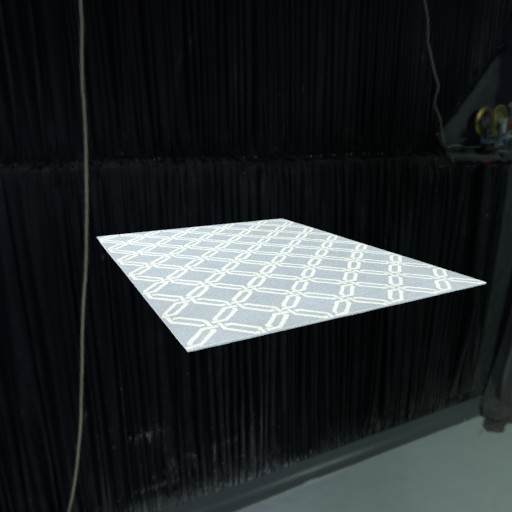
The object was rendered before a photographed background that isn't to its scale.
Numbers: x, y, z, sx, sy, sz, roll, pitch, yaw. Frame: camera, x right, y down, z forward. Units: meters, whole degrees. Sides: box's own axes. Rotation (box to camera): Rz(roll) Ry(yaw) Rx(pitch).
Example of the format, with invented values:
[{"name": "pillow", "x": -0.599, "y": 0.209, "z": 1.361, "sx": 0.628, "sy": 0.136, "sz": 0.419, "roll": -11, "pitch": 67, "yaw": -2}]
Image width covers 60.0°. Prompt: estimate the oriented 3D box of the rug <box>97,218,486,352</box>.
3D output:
[{"name": "rug", "x": 0.000, "y": 0.000, "z": 3.956, "sx": 2.288, "sy": 0.018, "sz": 2.895, "roll": -8, "pitch": 17, "yaw": -27}]
